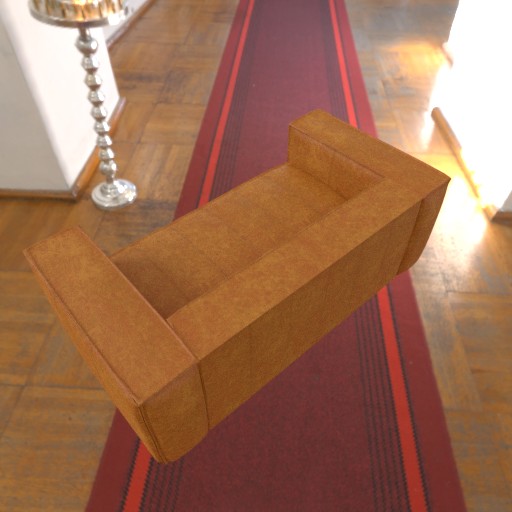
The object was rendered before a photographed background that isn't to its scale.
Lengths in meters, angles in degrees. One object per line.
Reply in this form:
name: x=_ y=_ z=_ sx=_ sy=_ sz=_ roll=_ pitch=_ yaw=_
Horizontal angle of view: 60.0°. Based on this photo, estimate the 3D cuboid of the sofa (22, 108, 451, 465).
sofa: x=0.000 y=0.000 z=2.536 sx=2.088 sy=0.703 sz=1.102 roll=-33 pitch=55 yaw=-27
